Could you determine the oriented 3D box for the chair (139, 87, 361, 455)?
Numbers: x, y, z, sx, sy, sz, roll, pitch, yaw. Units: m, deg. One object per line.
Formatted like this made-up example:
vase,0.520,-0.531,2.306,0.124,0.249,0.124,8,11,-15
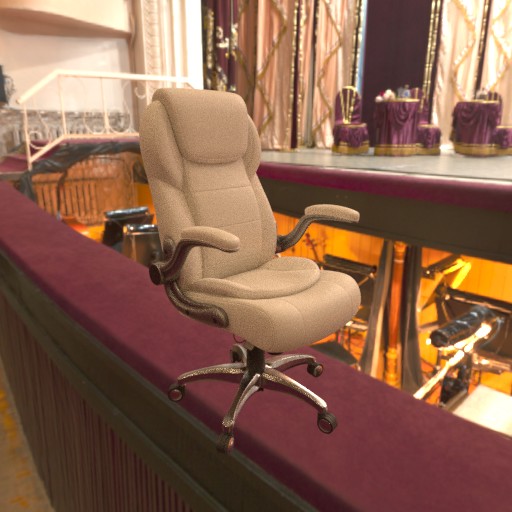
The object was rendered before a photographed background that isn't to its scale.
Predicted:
chair,0.000,0.000,1.828,0.755,1.330,0.806,-15,21,-42
